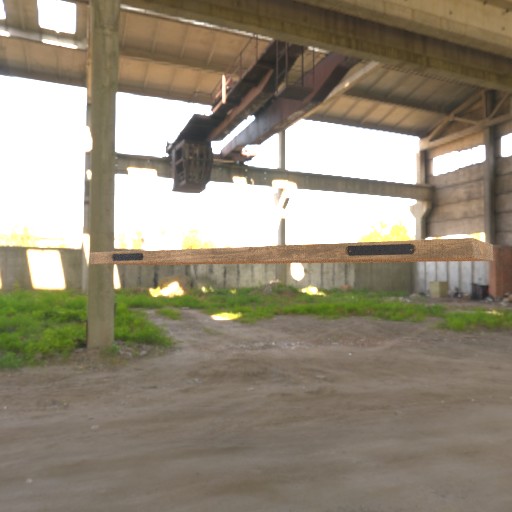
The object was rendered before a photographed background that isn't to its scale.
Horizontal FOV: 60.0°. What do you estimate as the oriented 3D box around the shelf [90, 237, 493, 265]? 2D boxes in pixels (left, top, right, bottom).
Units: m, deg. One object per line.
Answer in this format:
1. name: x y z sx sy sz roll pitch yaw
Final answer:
1. shelf: 0.000 0.000 0.659 0.610 0.020 0.140 -1 -2 35
